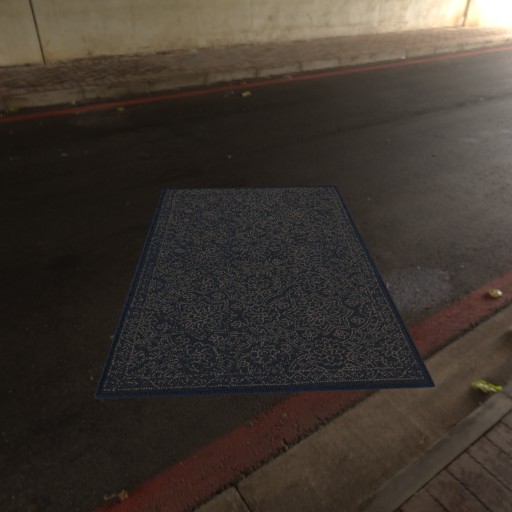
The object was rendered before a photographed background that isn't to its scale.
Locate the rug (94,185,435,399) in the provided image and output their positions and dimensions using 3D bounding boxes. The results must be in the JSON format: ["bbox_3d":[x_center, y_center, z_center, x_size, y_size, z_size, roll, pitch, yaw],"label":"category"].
[{"bbox_3d":[0.000,0.000,2.348,1.219,0.010,1.829,-1,32,-2],"label":"rug"}]
